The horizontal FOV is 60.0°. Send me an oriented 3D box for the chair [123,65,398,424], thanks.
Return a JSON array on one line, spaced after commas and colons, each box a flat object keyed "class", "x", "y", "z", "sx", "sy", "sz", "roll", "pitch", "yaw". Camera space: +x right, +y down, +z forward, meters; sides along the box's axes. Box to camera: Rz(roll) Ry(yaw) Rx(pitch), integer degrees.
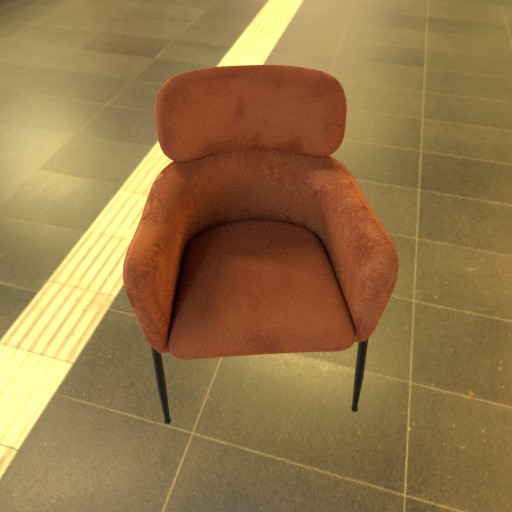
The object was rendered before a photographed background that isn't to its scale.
[{"class": "chair", "x": 0.000, "y": 0.000, "z": 1.124, "sx": 0.561, "sy": 0.772, "sz": 0.523, "roll": -3, "pitch": 47, "yaw": -3}]
